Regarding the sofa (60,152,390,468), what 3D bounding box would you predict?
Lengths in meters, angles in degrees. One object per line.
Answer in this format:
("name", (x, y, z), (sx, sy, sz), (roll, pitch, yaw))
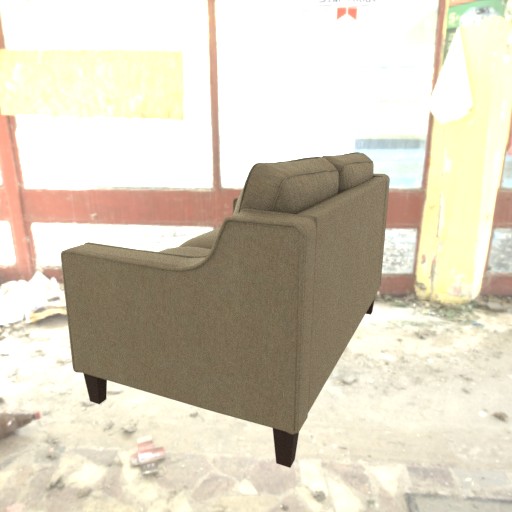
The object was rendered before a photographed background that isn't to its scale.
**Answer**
("sofa", (0.000, 0.000, 2.144), (0.985, 0.981, 1.503), (7, 18, 24))
